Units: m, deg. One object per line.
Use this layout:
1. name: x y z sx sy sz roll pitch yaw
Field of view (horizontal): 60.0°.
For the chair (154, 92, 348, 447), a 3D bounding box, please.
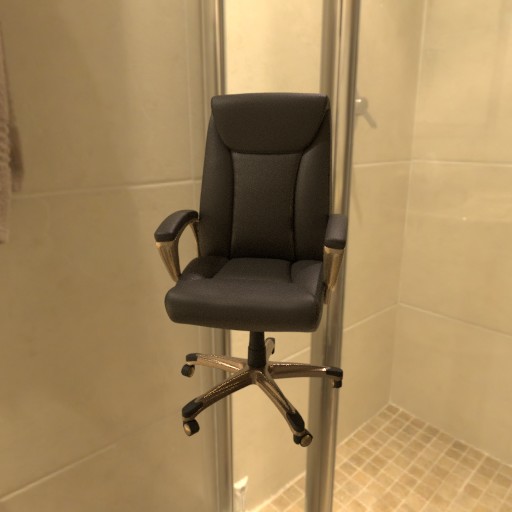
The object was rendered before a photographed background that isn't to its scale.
1. chair: 0.000 0.000 1.645 0.694 1.188 0.748 3 16 9
